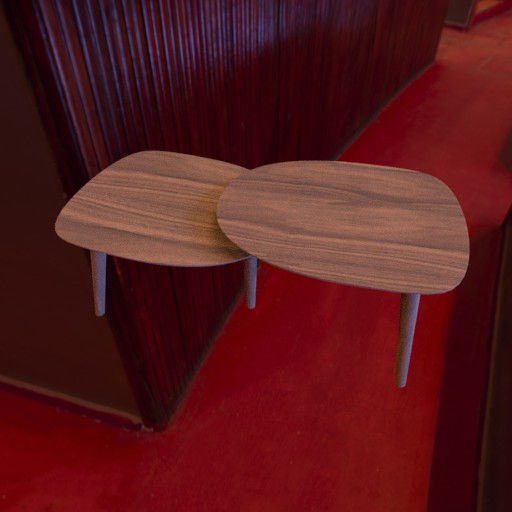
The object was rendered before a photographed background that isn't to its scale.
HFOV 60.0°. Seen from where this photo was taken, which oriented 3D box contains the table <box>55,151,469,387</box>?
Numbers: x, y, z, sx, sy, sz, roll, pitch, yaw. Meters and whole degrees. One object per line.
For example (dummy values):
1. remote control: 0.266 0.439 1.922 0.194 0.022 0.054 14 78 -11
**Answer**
1. table: 0.000 0.000 1.343 1.084 0.429 0.527 11 43 12
